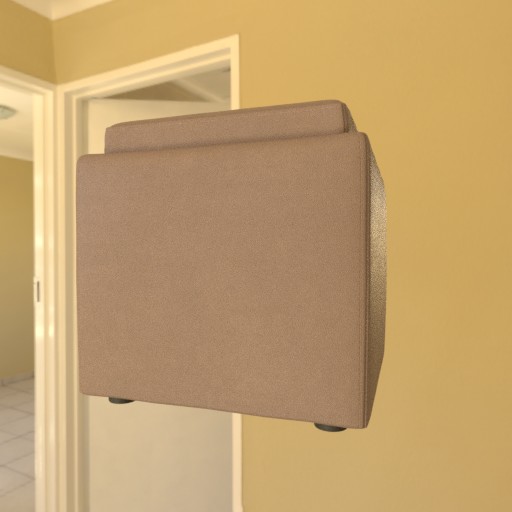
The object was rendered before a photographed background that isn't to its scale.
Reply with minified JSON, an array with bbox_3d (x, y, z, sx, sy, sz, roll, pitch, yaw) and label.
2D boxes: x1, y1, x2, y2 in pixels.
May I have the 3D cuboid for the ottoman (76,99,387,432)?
[{"bbox_3d":[0.000,0.000,0.817,0.450,0.460,0.451,0,1,19],"label":"ottoman"}]
